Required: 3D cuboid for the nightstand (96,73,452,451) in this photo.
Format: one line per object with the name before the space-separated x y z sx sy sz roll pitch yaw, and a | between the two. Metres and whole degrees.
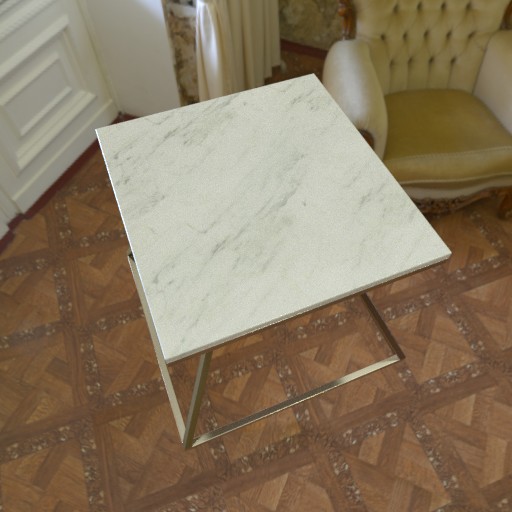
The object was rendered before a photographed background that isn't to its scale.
nightstand | 0.000 0.000 0.898 0.514 0.426 0.513 -19 59 -12
